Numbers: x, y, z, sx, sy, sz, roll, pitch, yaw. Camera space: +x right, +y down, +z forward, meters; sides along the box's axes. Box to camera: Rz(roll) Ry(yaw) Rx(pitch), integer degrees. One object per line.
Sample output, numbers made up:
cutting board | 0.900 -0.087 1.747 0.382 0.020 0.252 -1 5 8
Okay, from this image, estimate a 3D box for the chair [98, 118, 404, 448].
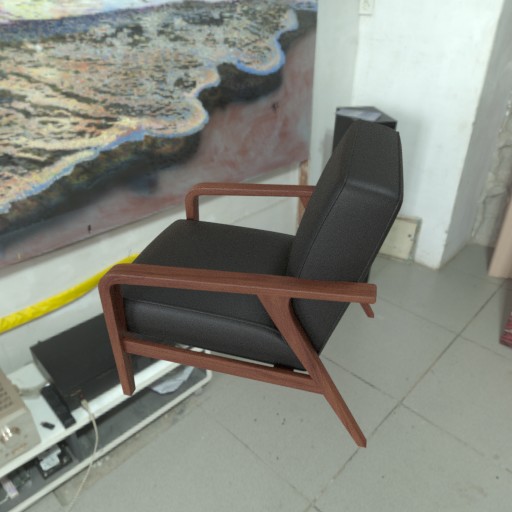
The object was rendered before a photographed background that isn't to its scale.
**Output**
chair | 0.000 0.000 1.534 0.889 0.861 0.719 8 32 13
